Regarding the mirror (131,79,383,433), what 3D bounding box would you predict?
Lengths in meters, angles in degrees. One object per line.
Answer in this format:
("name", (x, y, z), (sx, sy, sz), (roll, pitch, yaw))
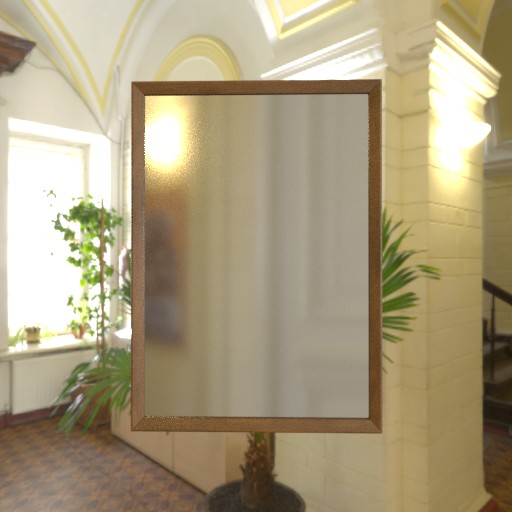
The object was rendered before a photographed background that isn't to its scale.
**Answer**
("mirror", (0.000, 0.000, 0.913), (0.508, 0.711, 0.039), (0, 0, 1))
